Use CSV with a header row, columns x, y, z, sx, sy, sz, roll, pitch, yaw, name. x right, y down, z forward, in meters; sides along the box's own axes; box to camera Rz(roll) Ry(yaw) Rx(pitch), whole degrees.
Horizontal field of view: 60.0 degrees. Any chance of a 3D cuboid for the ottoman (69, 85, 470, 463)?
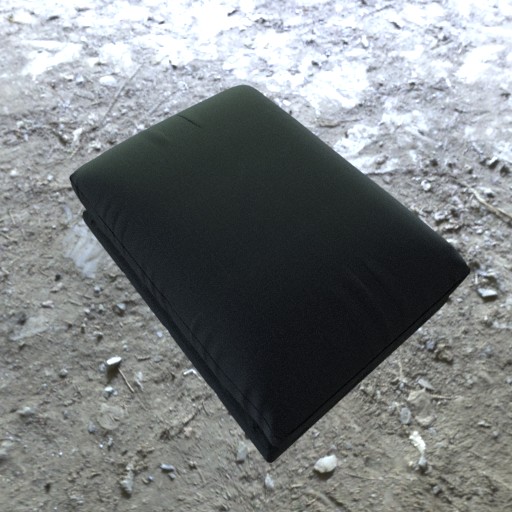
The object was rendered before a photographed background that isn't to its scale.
x,y,z,sx,sy,sz,roll,pitch,yaw,name
0.000,0.000,1.100,0.558,0.486,0.767,-35,65,-19,ottoman
